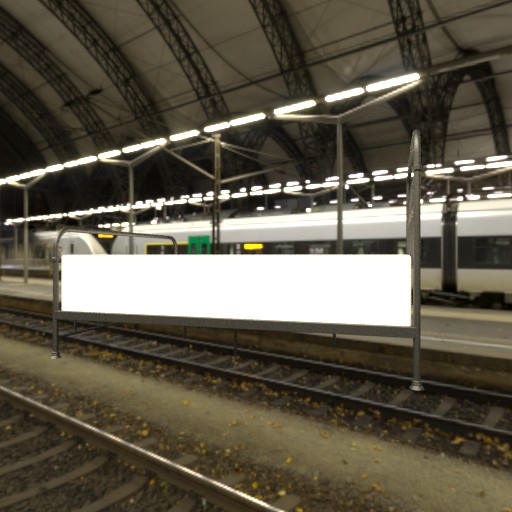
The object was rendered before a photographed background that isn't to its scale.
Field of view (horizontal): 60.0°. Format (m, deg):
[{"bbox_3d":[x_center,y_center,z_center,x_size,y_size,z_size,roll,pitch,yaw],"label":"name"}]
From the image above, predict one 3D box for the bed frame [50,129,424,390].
[{"bbox_3d":[0.000,0.000,3.222,2.203,1.276,1.664,0,0,18],"label":"bed frame"}]
